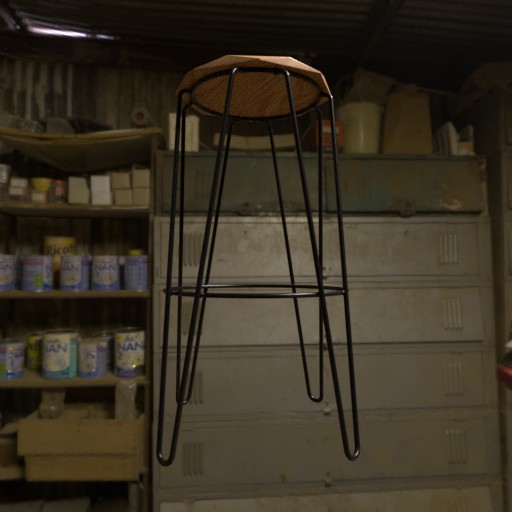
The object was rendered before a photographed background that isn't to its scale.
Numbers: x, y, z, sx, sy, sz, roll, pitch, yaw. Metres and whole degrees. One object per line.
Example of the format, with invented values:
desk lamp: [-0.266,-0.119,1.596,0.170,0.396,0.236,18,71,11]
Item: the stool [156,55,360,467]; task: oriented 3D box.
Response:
stool: [0.000,0.000,0.792,0.326,0.610,0.326,0,-1,-3]
